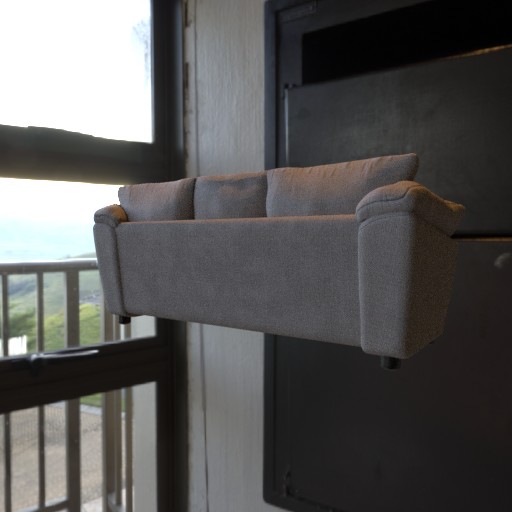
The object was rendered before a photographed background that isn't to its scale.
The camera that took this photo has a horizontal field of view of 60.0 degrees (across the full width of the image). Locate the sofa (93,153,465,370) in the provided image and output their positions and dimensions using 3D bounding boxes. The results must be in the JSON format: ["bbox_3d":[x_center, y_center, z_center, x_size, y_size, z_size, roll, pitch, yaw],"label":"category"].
[{"bbox_3d":[0.000,0.000,2.837,2.334,0.996,0.878,1,2,35],"label":"sofa"}]
